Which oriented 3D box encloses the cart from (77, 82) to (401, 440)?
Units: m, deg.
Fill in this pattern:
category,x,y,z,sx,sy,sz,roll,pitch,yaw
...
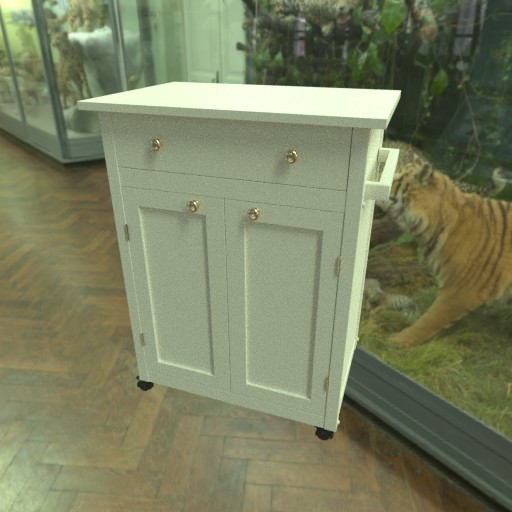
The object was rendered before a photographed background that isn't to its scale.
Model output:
category,x,y,z,sx,sy,sz,roll,pitch,yaw
cart,0.000,0.000,1.260,0.683,0.864,0.442,9,28,17
